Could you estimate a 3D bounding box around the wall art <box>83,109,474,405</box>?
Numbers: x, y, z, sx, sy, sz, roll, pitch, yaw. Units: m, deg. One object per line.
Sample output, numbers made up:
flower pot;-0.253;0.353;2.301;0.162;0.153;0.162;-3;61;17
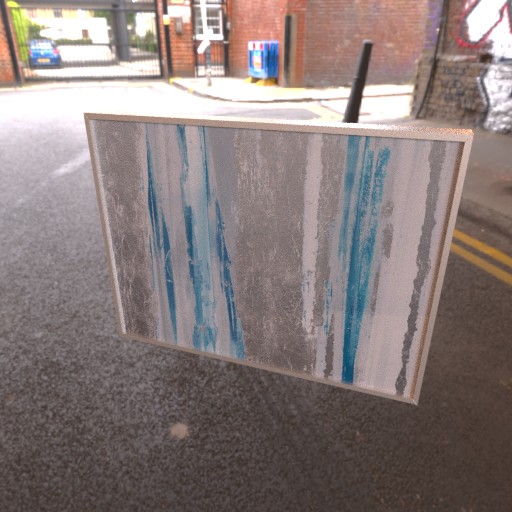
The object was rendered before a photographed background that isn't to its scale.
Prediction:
wall art;0.000;0.000;1.352;1.056;0.801;0.066;9;27;17
